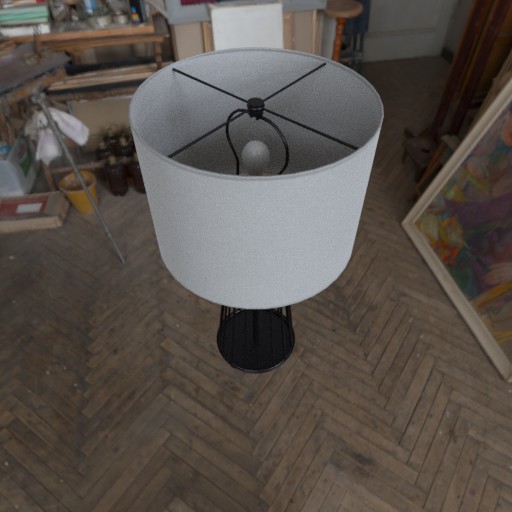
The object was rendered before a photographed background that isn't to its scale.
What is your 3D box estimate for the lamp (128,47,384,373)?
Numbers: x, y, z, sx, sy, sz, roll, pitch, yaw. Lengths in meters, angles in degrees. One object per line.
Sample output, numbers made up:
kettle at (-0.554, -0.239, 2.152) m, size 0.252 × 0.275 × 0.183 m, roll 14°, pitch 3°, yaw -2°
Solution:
lamp at (0.000, 0.000, 0.787) m, size 0.322 × 0.593 × 0.322 m, roll 32°, pitch 55°, yaw 26°
